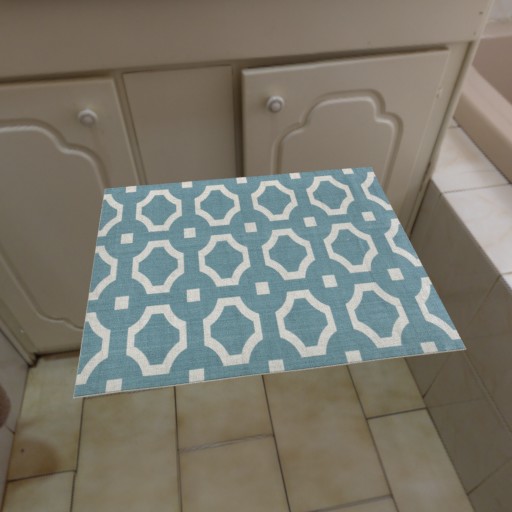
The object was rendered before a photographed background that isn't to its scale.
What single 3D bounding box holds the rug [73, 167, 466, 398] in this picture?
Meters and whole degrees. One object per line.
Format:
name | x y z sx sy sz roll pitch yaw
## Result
rug | 0.000 0.000 4.222 3.049 0.021 2.466 -6 47 -5
